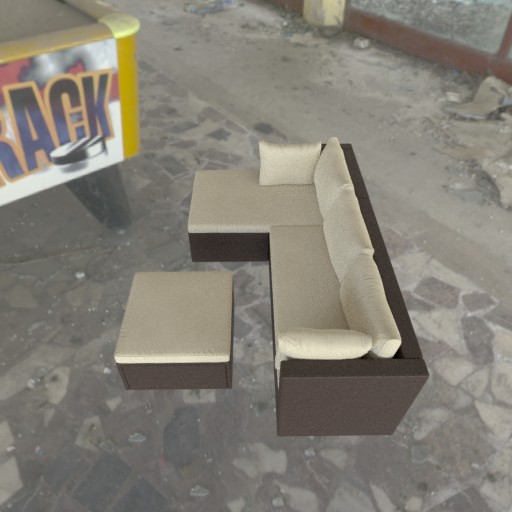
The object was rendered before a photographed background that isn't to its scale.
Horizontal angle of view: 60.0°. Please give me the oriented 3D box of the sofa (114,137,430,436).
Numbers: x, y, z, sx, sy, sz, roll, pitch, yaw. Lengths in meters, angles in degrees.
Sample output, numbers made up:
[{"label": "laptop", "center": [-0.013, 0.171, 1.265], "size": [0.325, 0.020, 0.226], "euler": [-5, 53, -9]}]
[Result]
[{"label": "sofa", "center": [0.000, 0.000, 3.034], "size": [1.612, 0.766, 2.192], "euler": [-1, 43, -1]}]
